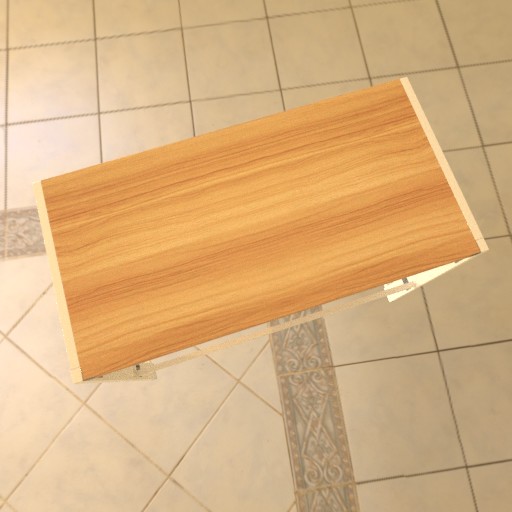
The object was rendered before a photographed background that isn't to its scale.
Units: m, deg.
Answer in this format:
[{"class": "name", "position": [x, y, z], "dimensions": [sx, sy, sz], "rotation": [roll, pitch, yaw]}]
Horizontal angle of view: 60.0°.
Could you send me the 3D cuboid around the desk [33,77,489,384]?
[{"class": "desk", "position": [0.000, 0.000, 1.452], "dimensions": [1.016, 0.762, 0.508], "rotation": [-17, 76, -5]}]
